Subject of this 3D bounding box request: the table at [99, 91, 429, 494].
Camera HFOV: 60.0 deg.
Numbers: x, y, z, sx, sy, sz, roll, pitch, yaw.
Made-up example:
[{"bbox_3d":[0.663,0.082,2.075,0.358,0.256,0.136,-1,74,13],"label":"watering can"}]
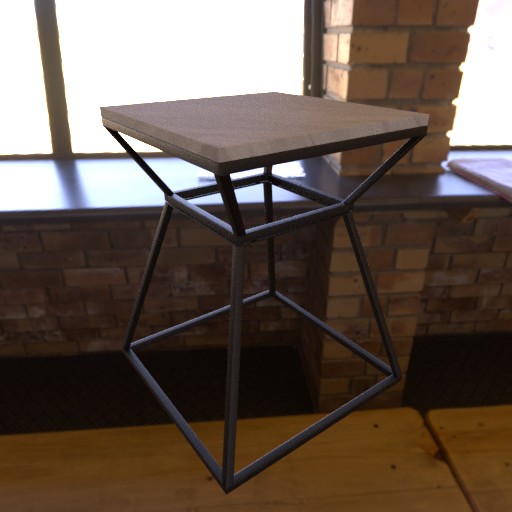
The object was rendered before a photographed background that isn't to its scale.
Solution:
[{"bbox_3d":[0.000,0.000,0.885,0.455,0.559,0.455,-18,32,-32],"label":"table"}]
